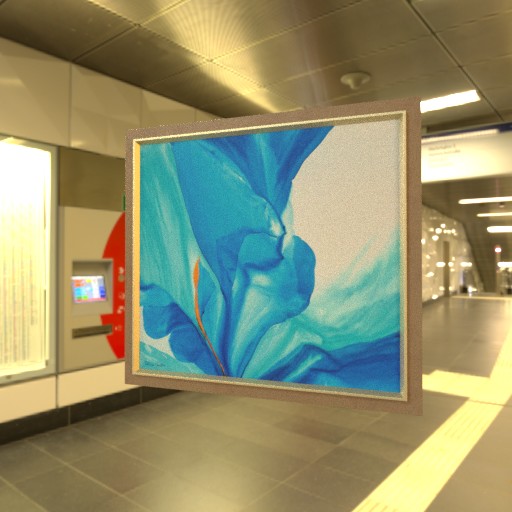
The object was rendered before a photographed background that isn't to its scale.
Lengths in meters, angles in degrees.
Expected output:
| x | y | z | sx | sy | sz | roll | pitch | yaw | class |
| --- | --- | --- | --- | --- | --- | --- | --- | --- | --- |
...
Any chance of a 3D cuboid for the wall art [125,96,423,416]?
| x | y | z | sx | sy | sz | roll | pitch | yaw | class |
| --- | --- | --- | --- | --- | --- | --- | --- | --- | --- |
| 0.000 | 0.000 | 1.667 | 1.168 | 1.067 | 0.025 | 0 | -1 | 19 | wall art |
